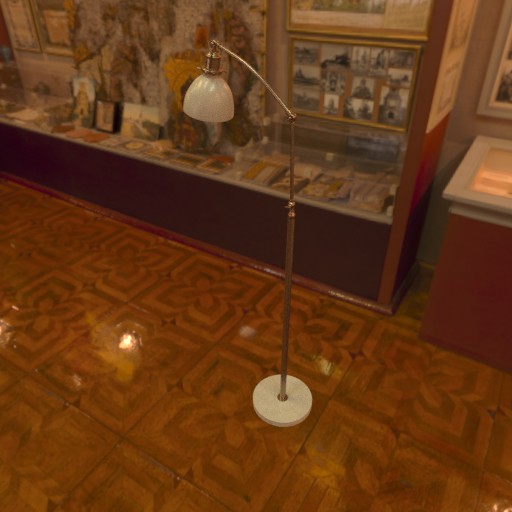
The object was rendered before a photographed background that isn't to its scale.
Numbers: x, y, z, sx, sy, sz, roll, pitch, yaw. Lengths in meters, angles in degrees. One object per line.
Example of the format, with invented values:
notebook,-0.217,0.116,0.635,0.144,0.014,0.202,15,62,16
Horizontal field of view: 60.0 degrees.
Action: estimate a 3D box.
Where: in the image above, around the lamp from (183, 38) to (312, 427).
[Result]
lamp,0.000,0.000,1.814,0.599,1.586,0.288,20,38,28
